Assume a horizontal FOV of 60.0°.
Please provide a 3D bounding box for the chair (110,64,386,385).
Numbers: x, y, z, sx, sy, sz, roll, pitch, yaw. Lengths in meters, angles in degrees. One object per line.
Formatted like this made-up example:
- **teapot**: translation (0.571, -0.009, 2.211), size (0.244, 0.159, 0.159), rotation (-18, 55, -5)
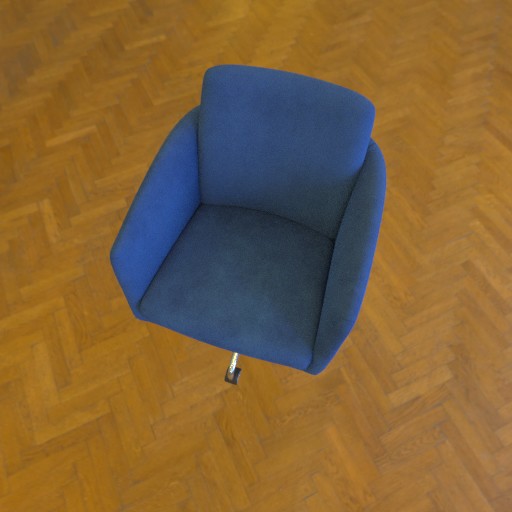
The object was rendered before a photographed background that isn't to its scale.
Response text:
- **chair**: translation (0.000, 0.000, 1.367), size (0.641, 0.908, 0.635), rotation (16, 61, 9)
